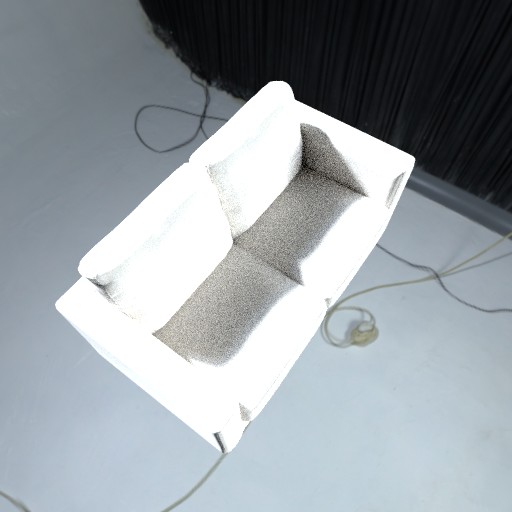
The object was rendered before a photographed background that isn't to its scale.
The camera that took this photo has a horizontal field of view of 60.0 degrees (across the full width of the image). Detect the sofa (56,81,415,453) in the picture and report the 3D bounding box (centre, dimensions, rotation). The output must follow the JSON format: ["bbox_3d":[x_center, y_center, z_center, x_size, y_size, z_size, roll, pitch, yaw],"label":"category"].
[{"bbox_3d":[0.000,0.000,1.983,0.796,0.908,1.430,32,65,17],"label":"sofa"}]
